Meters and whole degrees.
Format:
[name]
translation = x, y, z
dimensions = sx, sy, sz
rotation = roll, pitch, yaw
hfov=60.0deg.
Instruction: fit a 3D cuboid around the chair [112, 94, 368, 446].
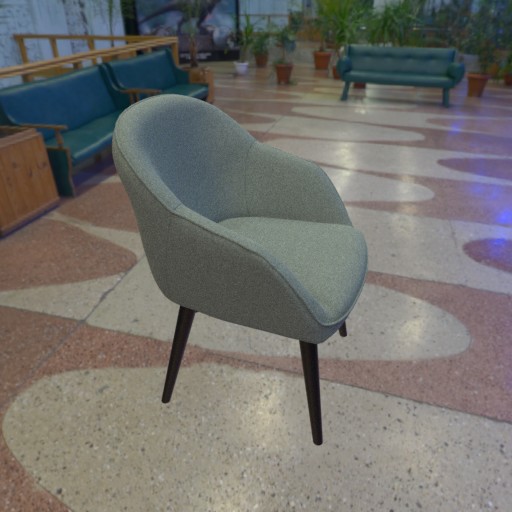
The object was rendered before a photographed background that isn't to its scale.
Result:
[chair]
translation = 0.000, 0.000, 1.246
dimensions = 0.611, 0.810, 0.589
rotation = 9, 31, 16
